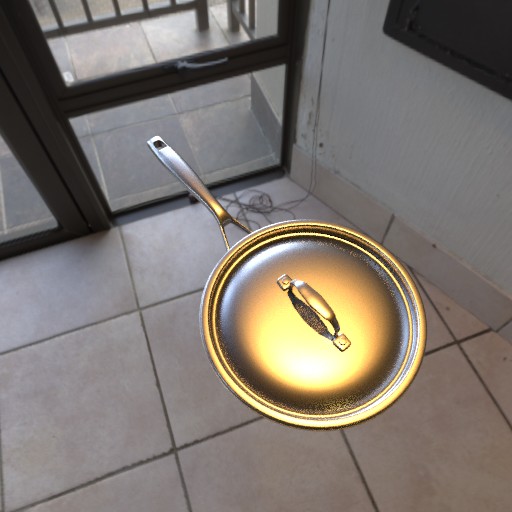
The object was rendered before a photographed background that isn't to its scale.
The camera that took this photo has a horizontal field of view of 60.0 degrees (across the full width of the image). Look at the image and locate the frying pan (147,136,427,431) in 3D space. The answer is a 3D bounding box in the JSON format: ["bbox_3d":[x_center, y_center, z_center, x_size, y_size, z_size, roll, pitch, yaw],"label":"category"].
[{"bbox_3d":[0.000,0.000,0.588,0.272,0.086,0.490,-34,65,-19],"label":"frying pan"}]
